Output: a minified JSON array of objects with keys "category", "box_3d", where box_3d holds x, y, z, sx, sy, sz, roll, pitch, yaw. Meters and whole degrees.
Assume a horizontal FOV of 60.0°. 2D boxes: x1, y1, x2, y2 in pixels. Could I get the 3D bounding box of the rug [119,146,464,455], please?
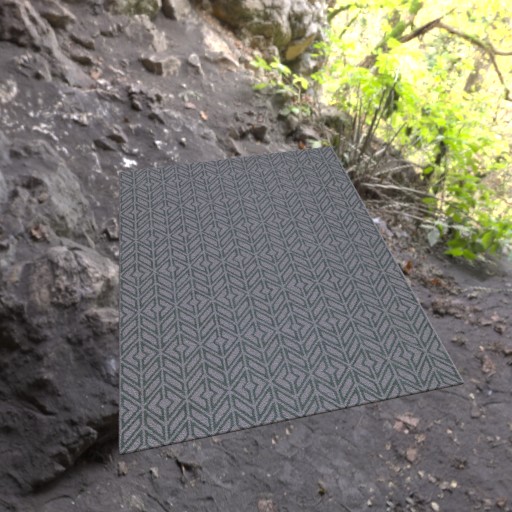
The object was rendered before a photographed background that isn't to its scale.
[{"category":"rug","box_3d":[0.000,0.000,4.029,2.441,0.017,3.050,-9,48,-8]}]
